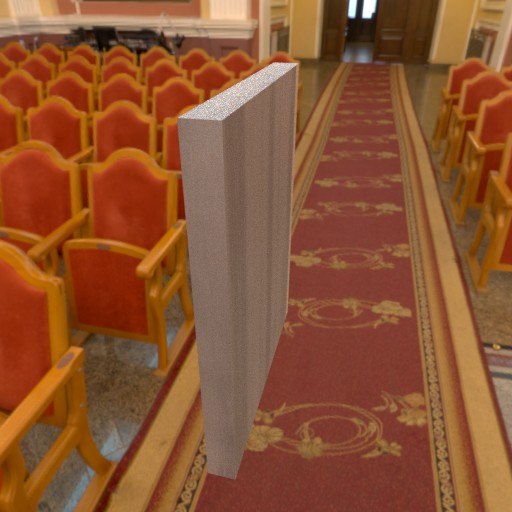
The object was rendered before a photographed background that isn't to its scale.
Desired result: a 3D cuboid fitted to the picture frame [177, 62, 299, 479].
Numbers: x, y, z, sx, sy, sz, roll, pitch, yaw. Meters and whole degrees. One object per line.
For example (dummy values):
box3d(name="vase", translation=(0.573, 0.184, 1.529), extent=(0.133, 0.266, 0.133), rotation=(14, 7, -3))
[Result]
box3d(name="picture frame", translation=(0.000, 0.000, 0.753), extent=(0.046, 0.555, 0.449), rotation=(7, 31, 12))
